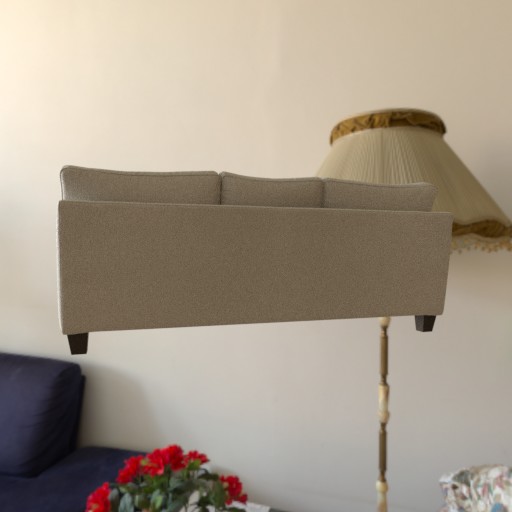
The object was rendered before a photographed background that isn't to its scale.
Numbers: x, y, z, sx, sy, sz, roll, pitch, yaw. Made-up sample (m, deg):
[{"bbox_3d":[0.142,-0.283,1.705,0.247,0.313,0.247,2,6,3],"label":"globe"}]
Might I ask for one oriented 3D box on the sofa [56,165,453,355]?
[{"bbox_3d":[0.000,0.000,2.917,2.323,0.991,1.016,0,1,-17],"label":"sofa"}]
